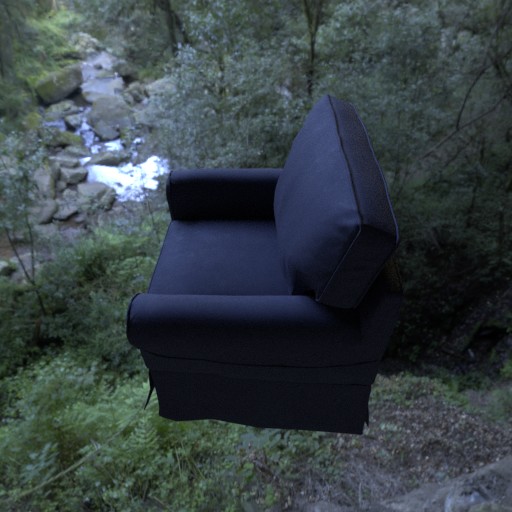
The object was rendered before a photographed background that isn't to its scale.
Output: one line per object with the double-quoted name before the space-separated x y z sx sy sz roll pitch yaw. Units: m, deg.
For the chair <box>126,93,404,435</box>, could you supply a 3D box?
"chair" 0.000 0.000 1.988 1.002 1.140 1.119 1 42 1
